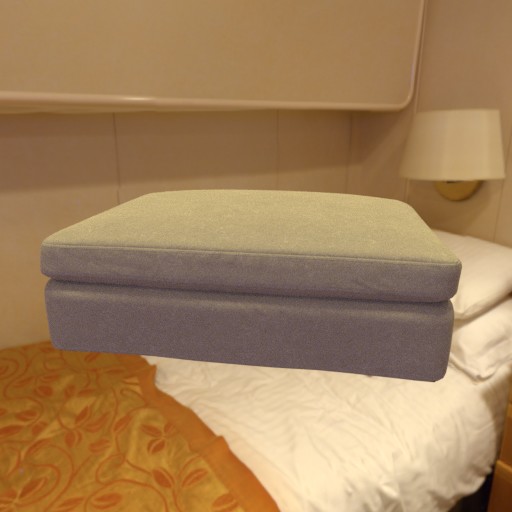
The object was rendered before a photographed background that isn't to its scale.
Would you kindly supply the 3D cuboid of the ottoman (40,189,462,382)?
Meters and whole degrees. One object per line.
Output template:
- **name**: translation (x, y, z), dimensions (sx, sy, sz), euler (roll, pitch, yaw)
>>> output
- **ottoman**: translation (0.000, 0.000, 1.601), dimensions (1.199, 0.429, 0.840), euler (3, 18, 9)
